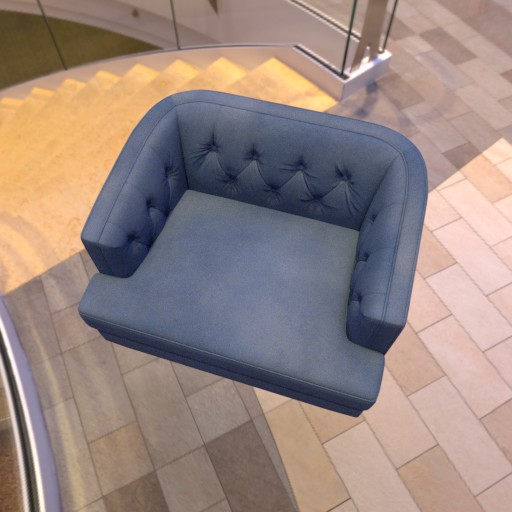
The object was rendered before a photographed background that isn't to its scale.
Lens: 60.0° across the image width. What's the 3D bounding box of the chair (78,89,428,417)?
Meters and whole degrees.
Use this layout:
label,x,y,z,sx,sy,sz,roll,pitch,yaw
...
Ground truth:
label,x,y,z,sx,sy,sz,roll,pitch,yaw
chair,0.000,0.000,1.783,1.118,0.787,0.914,15,59,9
